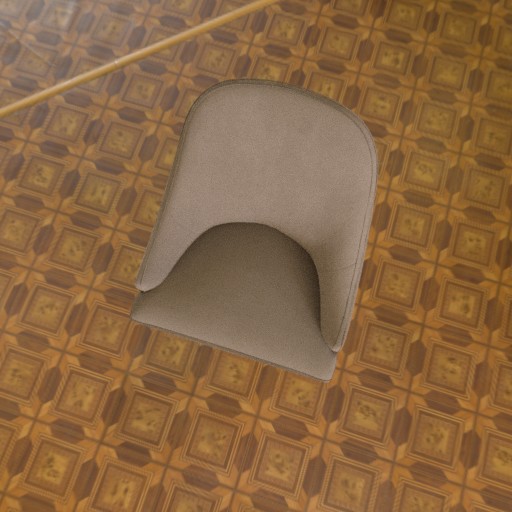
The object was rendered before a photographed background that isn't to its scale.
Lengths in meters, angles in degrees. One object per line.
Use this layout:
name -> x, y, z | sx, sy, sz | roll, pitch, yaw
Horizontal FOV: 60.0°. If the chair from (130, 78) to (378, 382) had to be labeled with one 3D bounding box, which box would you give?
chair -> 0.000, 0.000, 1.321 | 0.643, 0.889, 0.575 | 17, 75, 4
